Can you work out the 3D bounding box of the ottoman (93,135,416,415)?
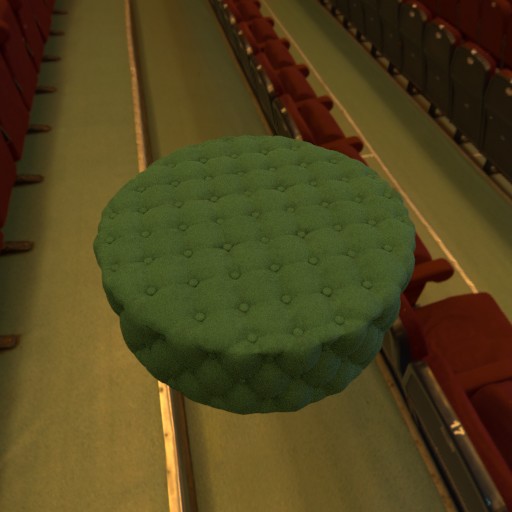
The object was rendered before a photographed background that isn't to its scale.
[{"bbox_3d":[0.000,0.000,1.510,0.998,0.399,0.998,0,46,0],"label":"ottoman"}]
